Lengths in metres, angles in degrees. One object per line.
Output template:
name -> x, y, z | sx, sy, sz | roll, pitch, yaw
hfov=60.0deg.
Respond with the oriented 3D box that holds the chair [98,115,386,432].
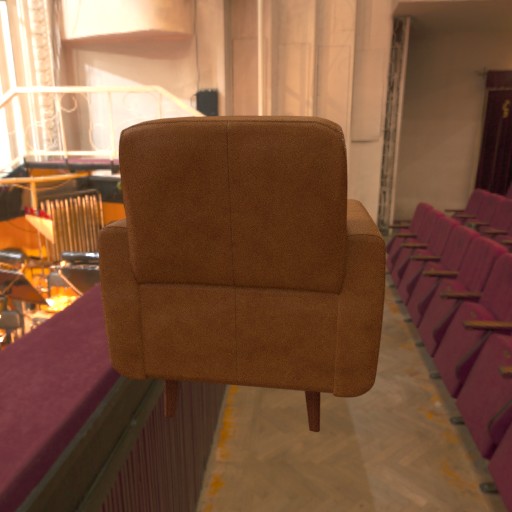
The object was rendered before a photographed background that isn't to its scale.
chair -> 0.000, 0.000, 1.658 | 0.845, 0.968, 0.942 | 2, 15, 9
